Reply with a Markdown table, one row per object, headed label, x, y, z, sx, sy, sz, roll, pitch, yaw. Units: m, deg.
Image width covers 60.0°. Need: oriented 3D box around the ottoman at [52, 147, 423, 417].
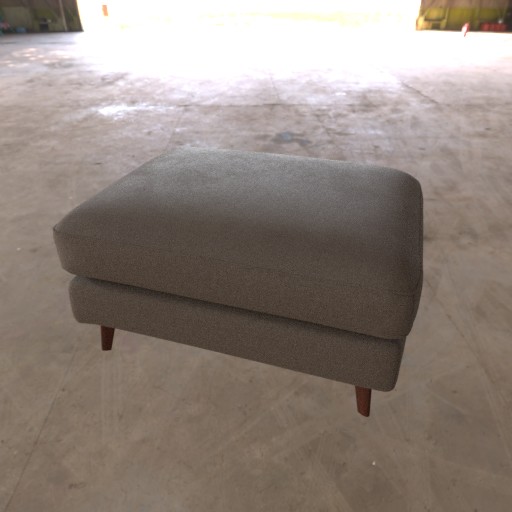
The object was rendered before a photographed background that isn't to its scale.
| label | x | y | z | sx | sy | sz | roll | pitch | yaw |
| --- | --- | --- | --- | --- | --- | --- | --- | --- | --- |
| ottoman | 0.000 | 0.000 | 1.191 | 0.811 | 0.449 | 0.608 | 10 | 33 | 15 |
